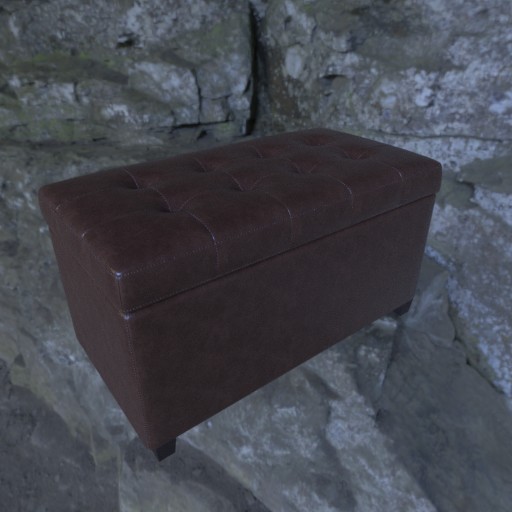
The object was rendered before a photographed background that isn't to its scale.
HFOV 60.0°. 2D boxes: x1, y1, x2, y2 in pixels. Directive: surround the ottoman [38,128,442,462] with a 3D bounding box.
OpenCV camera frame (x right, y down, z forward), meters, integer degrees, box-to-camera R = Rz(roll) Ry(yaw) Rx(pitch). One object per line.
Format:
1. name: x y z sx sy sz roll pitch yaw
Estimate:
1. ottoman: 0.000 0.000 1.097 0.838 0.470 0.432 -21 36 -32
